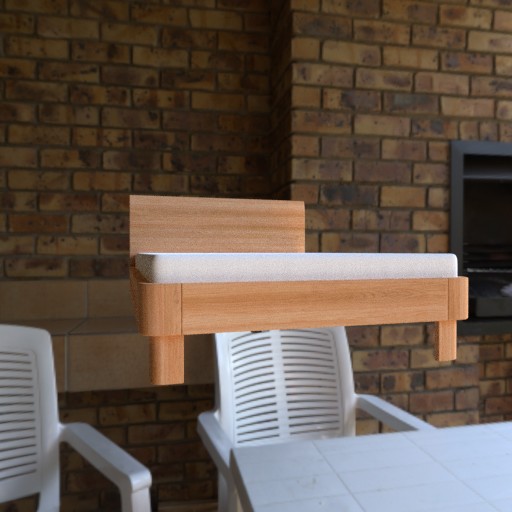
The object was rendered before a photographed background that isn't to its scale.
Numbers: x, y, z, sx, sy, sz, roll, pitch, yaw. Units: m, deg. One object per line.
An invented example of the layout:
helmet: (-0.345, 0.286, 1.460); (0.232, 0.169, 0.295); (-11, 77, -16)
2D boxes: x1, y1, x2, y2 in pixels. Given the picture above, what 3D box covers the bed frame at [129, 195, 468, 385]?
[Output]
bed frame: (0.000, 0.000, 2.742); (1.472, 0.940, 1.992); (0, 1, -17)
